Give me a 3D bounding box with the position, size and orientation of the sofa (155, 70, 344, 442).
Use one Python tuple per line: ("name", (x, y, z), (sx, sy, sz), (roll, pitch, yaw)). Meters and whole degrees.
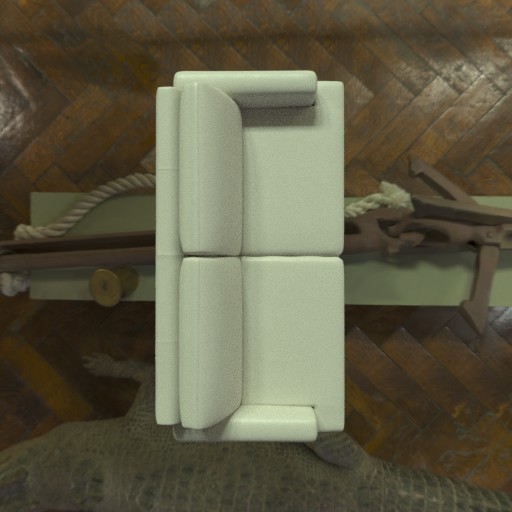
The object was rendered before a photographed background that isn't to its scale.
("sofa", (0.000, 0.000, 2.422), (0.974, 0.765, 1.940), (0, 89, 1))
